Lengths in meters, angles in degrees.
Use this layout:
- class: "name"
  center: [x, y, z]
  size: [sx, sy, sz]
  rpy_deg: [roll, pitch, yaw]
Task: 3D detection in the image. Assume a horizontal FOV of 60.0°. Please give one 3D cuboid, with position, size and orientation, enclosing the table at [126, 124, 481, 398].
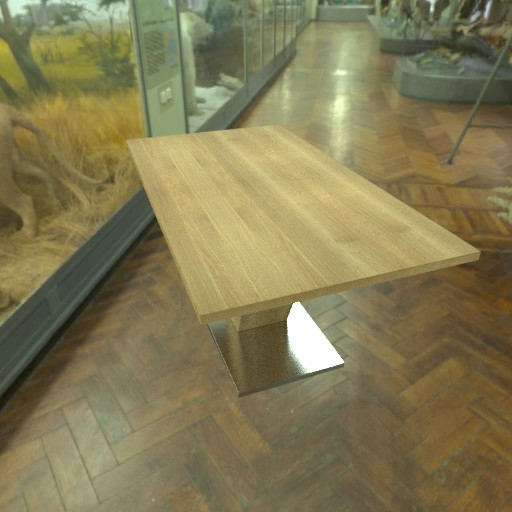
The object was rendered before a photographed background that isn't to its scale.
- class: "table"
  center: [0.000, 0.000, 2.083]
  size: [0.900, 0.750, 1.600]
  rpy_deg: [-11, 33, -17]
